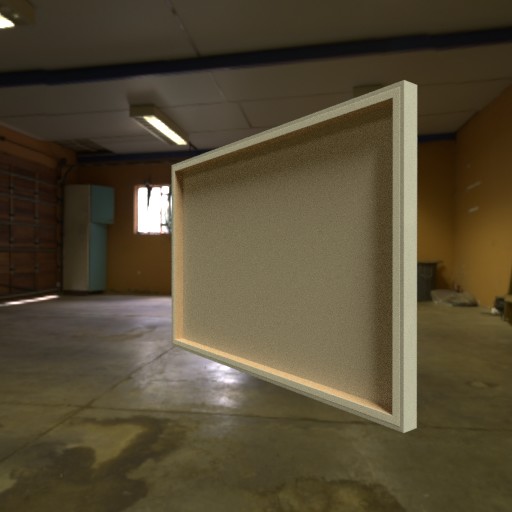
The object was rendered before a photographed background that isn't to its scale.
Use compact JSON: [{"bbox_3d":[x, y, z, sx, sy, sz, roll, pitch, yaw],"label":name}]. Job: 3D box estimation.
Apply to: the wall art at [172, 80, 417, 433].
[{"bbox_3d":[0.000,0.000,1.146,0.038,0.610,0.915,0,0,-36],"label":"wall art"}]
